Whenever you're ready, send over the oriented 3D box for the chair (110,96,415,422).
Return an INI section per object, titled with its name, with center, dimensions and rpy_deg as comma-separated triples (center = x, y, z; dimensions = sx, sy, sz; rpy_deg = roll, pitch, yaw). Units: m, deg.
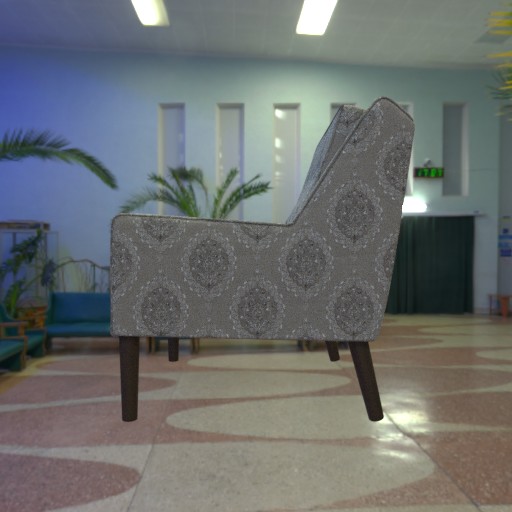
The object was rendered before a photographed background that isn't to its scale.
[chair]
center = 0.000, 0.000, 1.368
dimensions = 0.750, 0.797, 0.665
rpy_deg = 0, 1, 0
